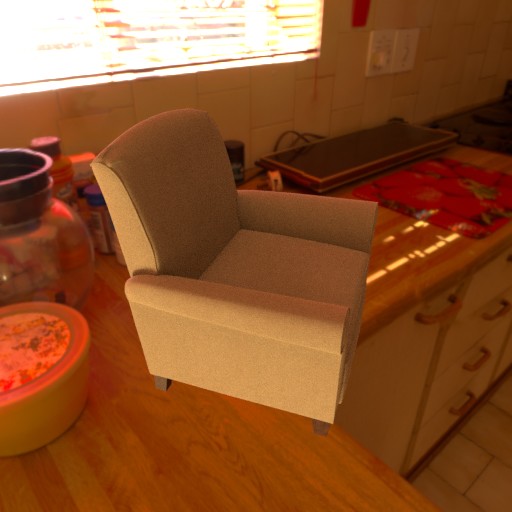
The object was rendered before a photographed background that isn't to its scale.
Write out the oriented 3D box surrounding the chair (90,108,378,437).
[{"bbox_3d":[0.000,0.000,1.830,0.905,1.061,0.978,10,32,16],"label":"chair"}]
